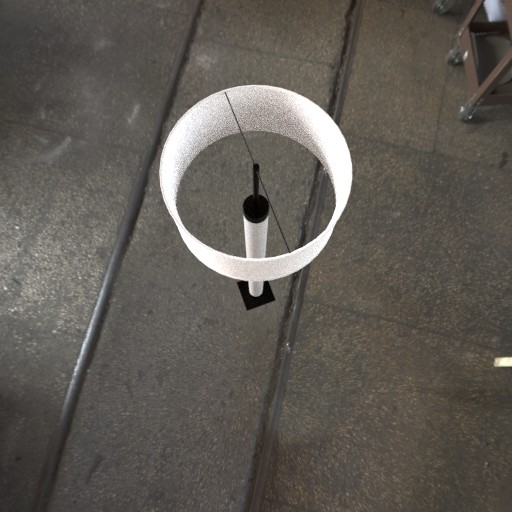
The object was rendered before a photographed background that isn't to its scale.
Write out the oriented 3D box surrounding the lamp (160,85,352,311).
[{"bbox_3d":[0.000,0.000,1.663,0.420,1.475,0.420,-20,76,-5],"label":"lamp"}]
